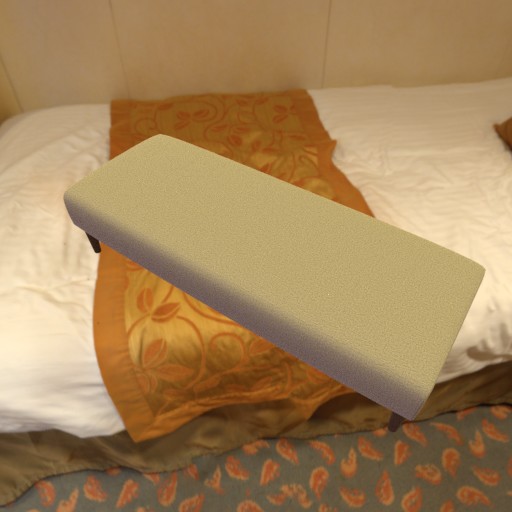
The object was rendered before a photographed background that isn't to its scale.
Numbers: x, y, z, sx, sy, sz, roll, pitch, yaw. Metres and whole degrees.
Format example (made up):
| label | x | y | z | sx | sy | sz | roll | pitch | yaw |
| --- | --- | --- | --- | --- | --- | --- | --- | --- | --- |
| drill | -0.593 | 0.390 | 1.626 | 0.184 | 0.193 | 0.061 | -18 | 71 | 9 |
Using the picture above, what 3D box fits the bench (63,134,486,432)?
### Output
| label | x | y | z | sx | sy | sz | roll | pitch | yaw |
| --- | --- | --- | --- | --- | --- | --- | --- | --- | --- |
| bench | 0.000 | 0.000 | 1.846 | 1.609 | 0.393 | 0.646 | 27 | 51 | 24 |
